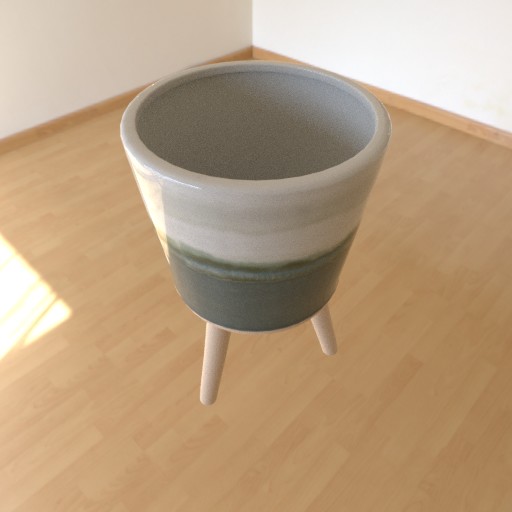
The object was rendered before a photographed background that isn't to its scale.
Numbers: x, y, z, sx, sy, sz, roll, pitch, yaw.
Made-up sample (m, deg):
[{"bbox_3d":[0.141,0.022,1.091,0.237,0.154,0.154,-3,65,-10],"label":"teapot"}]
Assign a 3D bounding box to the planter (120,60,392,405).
[{"bbox_3d":[0.000,0.000,0.475,0.217,0.331,0.217,14,46,13],"label":"planter"}]
